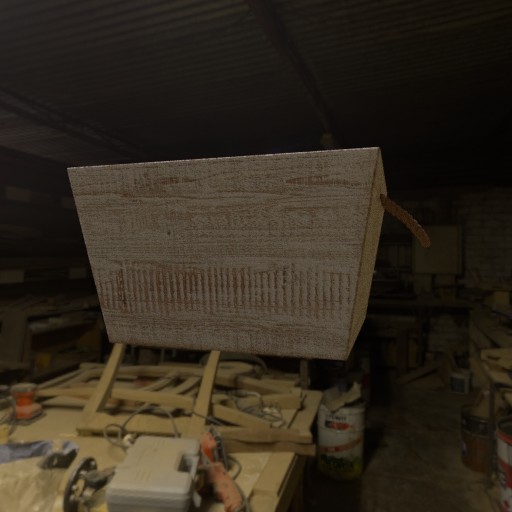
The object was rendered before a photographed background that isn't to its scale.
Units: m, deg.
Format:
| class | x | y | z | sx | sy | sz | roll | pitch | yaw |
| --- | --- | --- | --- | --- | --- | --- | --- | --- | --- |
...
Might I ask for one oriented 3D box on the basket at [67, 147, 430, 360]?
| class | x | y | z | sx | sy | sz | roll | pitch | yaw |
| --- | --- | --- | --- | --- | --- | --- | --- | --- | --- |
| basket | 0.000 | 0.000 | 0.744 | 0.545 | 0.247 | 0.413 | 0 | 1 | 17 |
